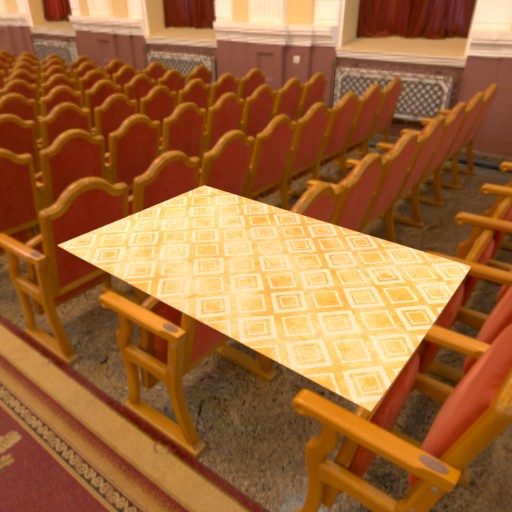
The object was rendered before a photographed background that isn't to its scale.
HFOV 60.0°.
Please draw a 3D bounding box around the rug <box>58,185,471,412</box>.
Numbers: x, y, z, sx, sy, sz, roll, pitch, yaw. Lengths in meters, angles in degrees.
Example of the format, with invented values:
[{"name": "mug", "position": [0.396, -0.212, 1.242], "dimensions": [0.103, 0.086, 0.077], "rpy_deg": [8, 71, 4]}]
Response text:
[{"name": "rug", "position": [0.000, 0.000, 3.046], "dimensions": [2.424, 0.010, 1.511], "rpy_deg": [21, 36, 32]}]
